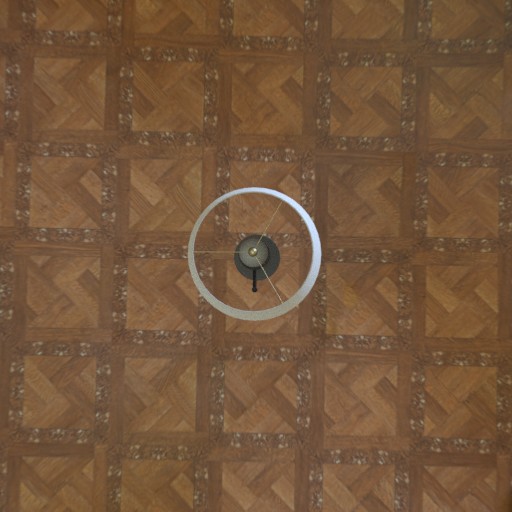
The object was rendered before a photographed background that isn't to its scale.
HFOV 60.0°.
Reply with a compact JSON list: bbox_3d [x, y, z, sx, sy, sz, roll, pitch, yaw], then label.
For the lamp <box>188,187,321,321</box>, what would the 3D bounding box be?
[{"bbox_3d":[0.000,0.000,1.633,0.348,1.473,0.348,0,89,0],"label":"lamp"}]
